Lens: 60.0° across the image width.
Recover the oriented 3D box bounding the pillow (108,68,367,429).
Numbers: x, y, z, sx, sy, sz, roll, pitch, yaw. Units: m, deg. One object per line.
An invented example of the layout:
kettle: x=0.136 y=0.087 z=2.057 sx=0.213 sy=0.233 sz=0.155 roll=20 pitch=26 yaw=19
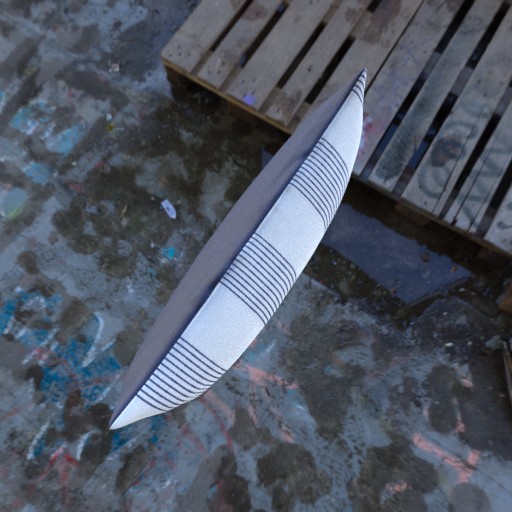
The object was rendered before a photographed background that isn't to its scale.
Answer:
pillow: x=0.000 y=0.000 z=0.727 sx=0.151 sy=0.287 sz=0.610 roll=33 pitch=77 yaw=8
